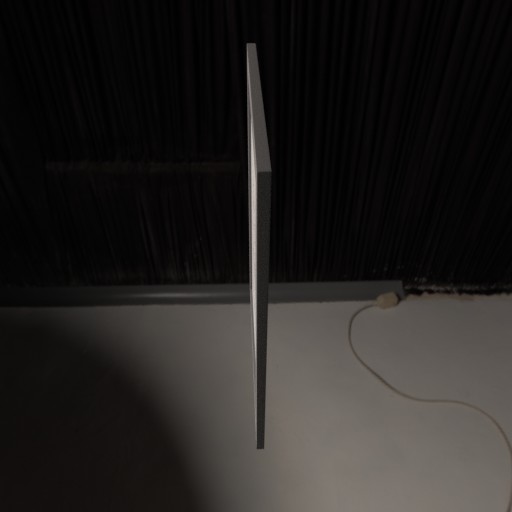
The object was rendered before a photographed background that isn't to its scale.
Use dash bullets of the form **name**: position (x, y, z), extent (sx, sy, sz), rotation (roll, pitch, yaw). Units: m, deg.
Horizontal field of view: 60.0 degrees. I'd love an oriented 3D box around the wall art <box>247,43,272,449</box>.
- **wall art**: position (0.000, 0.000, 0.712), extent (0.013, 0.534, 0.380), rotation (-1, 41, -2)
